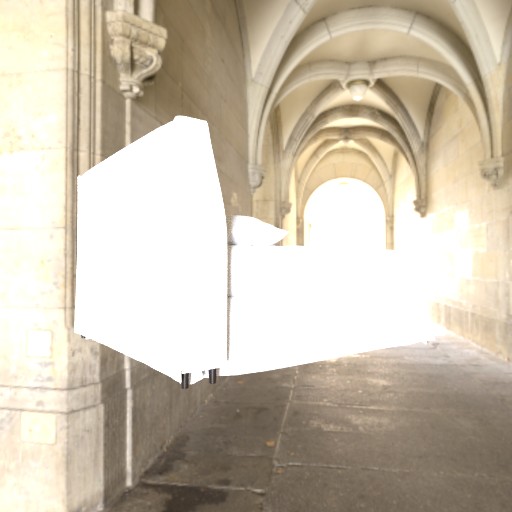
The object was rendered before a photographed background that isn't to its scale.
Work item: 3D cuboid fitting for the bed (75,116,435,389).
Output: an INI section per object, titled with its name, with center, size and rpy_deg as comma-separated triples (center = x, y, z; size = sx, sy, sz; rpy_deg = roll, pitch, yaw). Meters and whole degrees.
[bed]
center = 0.000, 0.000, 3.515
size = 2.276, 1.332, 1.925
rpy_deg = 1, -1, -36
